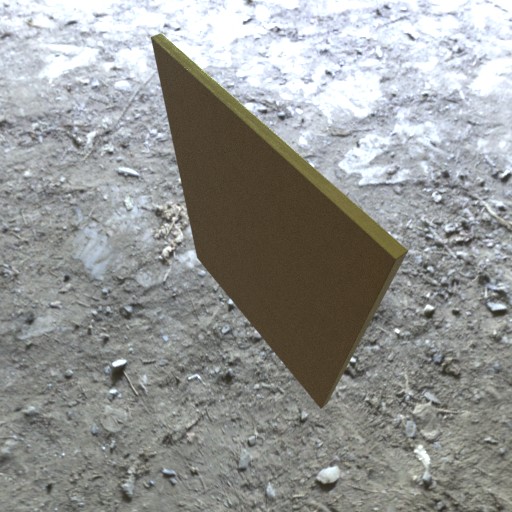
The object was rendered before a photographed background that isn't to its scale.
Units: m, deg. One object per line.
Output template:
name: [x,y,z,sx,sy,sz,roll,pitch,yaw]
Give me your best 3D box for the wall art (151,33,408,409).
wall art: [0.000,0.000,1.327,0.030,1.002,0.798,-33,63,-19]
